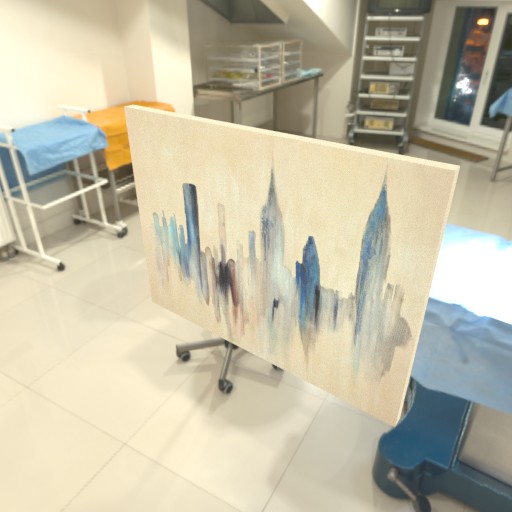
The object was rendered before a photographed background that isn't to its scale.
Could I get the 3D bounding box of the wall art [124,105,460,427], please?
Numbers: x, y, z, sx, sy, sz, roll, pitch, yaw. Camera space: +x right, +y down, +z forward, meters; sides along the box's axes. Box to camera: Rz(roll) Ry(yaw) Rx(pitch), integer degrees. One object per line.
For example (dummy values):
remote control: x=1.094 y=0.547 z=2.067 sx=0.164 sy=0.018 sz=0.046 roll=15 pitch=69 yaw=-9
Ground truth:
wall art: x=0.000 y=0.000 z=1.349 sx=1.016 sy=0.762 sz=0.038 roll=20 pitch=36 yaw=31
